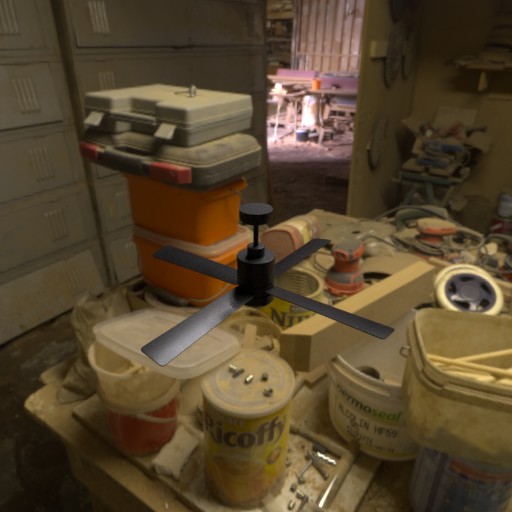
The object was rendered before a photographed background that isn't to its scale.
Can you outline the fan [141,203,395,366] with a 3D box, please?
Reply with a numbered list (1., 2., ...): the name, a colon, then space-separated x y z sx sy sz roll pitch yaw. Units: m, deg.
1. fan: 0.000 0.000 2.351 1.525 0.534 1.525 18 32 32
